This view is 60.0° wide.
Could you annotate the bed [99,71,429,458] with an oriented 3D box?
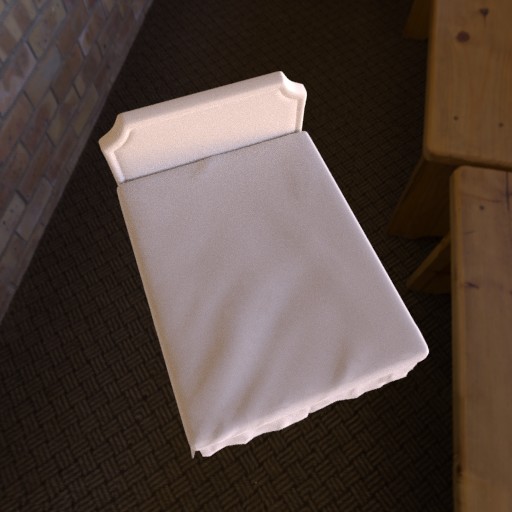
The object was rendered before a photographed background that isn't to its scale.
[{"bbox_3d":[0.000,0.000,3.601,1.977,1.293,2.498,-19,64,-9],"label":"bed"}]
